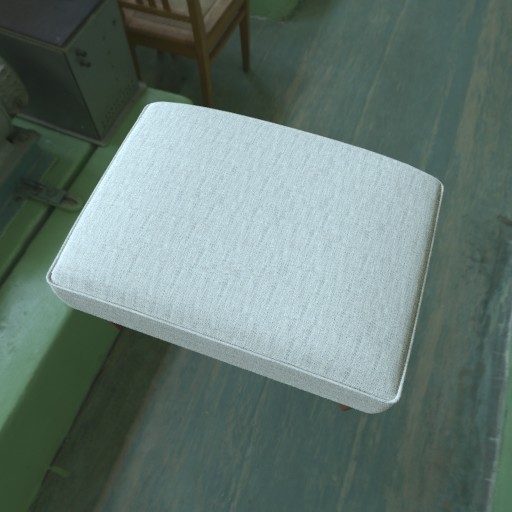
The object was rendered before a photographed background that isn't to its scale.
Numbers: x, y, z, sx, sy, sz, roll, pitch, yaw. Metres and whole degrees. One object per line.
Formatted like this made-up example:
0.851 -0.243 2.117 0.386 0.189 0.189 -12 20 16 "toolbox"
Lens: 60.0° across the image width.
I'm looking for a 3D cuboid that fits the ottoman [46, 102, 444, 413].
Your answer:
0.000 0.000 1.164 0.794 0.465 0.594 18 66 8 "ottoman"
